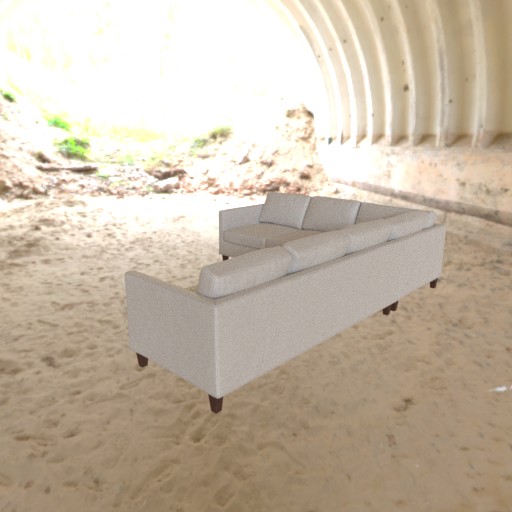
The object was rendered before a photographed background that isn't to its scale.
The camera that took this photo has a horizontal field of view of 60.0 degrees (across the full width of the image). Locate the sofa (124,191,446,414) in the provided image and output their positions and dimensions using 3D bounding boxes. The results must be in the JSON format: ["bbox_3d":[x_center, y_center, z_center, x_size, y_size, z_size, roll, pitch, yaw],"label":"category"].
[{"bbox_3d":[0.000,0.000,4.312,2.432,0.863,3.182,14,20,42],"label":"sofa"}]
